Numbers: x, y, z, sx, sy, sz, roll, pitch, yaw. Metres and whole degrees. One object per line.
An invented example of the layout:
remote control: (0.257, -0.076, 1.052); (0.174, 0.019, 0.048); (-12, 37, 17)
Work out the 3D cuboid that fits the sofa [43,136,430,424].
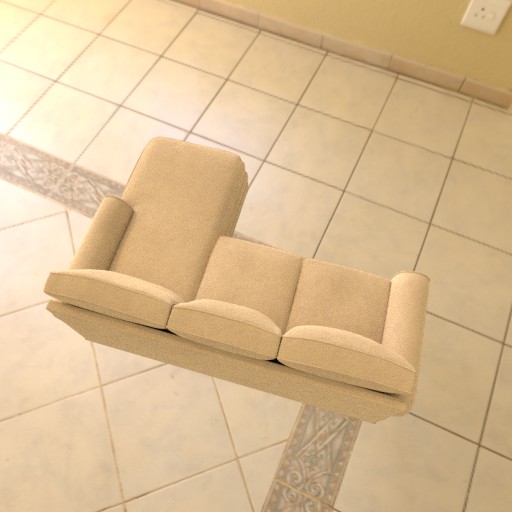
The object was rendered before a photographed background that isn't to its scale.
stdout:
sofa: (0.000, 0.000, 2.345); (1.770, 0.734, 1.226); (14, 66, 7)
